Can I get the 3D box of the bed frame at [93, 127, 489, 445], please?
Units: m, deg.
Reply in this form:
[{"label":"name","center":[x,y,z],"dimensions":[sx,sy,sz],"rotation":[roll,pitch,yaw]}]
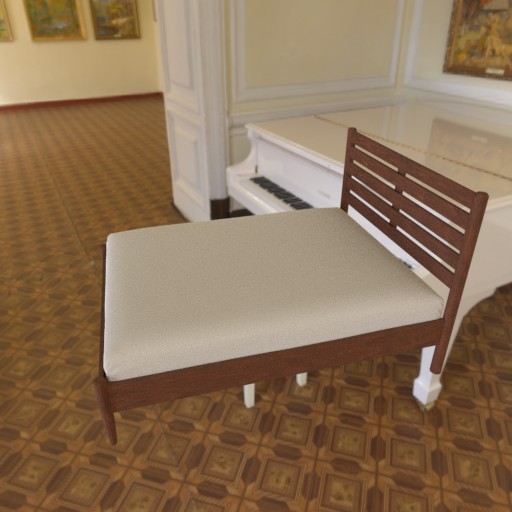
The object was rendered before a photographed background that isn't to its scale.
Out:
[{"label":"bed frame","center":[0.000,0.000,3.184],"dimensions":[2.234,1.321,1.655],"rotation":[-8,30,-14]}]
